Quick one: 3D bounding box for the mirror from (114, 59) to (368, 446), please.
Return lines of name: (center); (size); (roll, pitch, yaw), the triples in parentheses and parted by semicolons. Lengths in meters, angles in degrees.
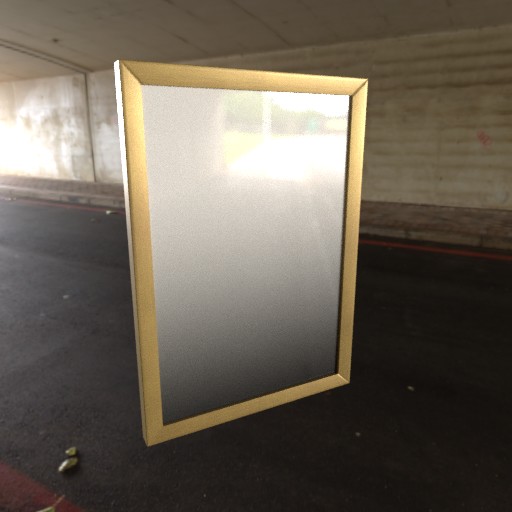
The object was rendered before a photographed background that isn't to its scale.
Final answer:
mirror: (0.000, 0.000, 0.916); (0.507, 0.710, 0.040); (-8, 17, -27)
